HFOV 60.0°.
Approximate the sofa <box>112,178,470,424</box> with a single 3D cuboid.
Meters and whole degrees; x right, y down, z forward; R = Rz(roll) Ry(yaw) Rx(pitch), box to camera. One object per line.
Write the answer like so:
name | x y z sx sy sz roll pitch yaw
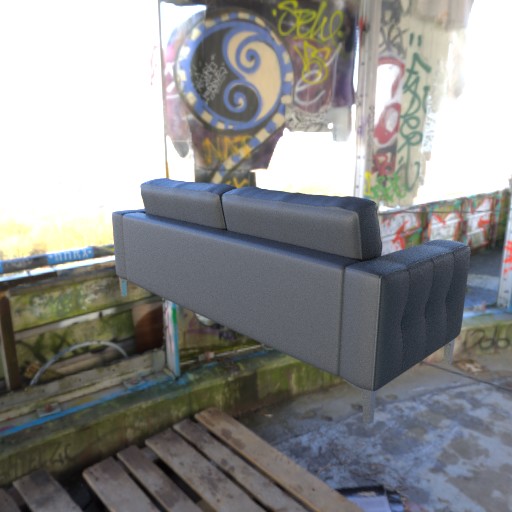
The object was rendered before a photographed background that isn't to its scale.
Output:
sofa | 0.000 0.000 2.746 0.833 0.893 2.275 -13 19 -41
